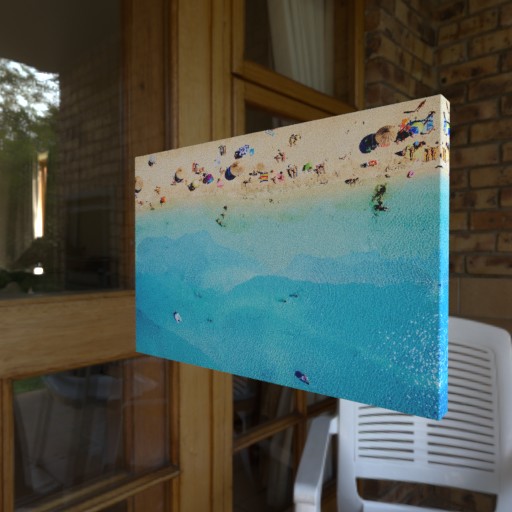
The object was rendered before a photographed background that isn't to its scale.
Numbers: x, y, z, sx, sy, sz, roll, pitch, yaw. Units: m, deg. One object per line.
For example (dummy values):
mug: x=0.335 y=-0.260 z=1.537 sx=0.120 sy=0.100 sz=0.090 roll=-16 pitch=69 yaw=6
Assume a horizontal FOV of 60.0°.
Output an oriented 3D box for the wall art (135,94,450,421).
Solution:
wall art: x=0.000 y=0.000 z=1.102 sx=0.894 sy=0.595 sz=0.057 roll=1 pitch=1 yaw=38
